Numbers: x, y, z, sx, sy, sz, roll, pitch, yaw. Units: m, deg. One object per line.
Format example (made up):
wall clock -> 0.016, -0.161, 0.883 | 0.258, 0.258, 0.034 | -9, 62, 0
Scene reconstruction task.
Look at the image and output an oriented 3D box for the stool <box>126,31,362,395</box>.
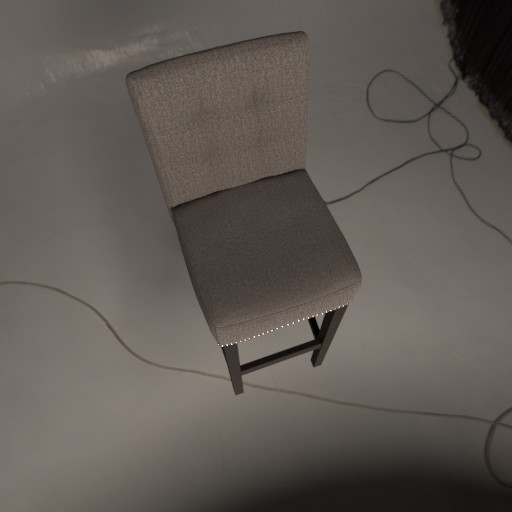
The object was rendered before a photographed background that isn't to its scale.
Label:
stool -> 0.000, 0.000, 1.302 | 0.411, 1.047, 0.548 | -17, 65, -8
